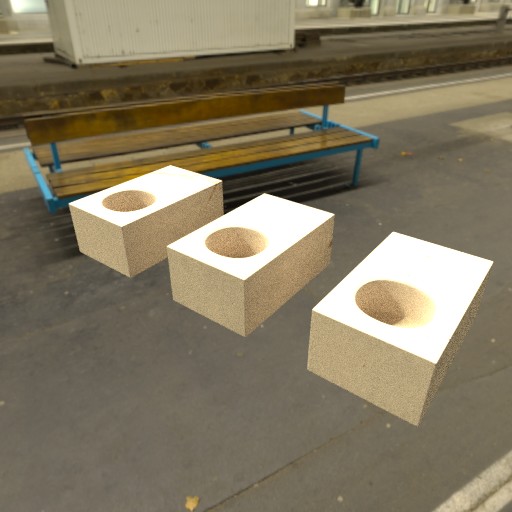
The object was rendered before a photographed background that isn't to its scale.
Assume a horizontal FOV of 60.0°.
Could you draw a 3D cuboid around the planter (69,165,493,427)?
[{"bbox_3d":[0.000,0.000,0.375,0.333,0.051,0.127,21,37,31],"label":"planter"}]
